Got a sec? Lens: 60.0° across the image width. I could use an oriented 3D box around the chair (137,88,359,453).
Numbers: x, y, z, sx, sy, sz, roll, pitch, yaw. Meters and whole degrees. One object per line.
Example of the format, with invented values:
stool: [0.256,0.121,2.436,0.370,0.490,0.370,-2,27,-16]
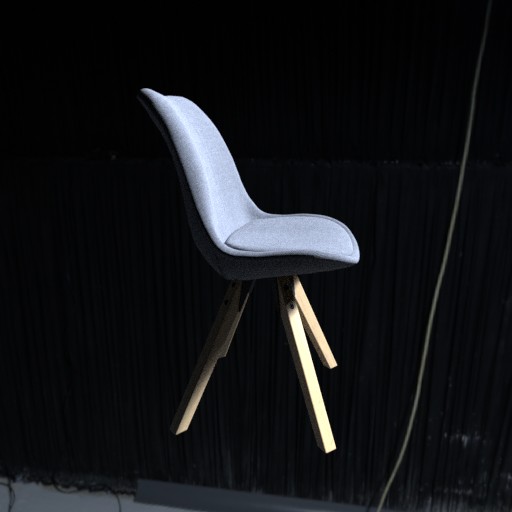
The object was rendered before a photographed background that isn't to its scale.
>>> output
chair: [0.000,0.000,1.214,0.550,0.850,0.485,3,15,10]
